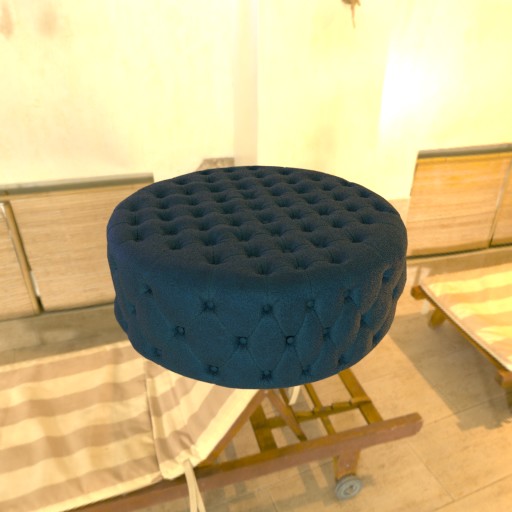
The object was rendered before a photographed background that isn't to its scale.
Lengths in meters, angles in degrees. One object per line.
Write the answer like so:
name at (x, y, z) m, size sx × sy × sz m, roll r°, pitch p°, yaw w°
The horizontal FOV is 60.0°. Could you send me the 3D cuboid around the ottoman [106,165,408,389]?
ottoman at (0.000, 0.000, 1.569) m, size 0.998 × 0.398 × 0.998 m, roll 0°, pitch 29°, yaw 0°
